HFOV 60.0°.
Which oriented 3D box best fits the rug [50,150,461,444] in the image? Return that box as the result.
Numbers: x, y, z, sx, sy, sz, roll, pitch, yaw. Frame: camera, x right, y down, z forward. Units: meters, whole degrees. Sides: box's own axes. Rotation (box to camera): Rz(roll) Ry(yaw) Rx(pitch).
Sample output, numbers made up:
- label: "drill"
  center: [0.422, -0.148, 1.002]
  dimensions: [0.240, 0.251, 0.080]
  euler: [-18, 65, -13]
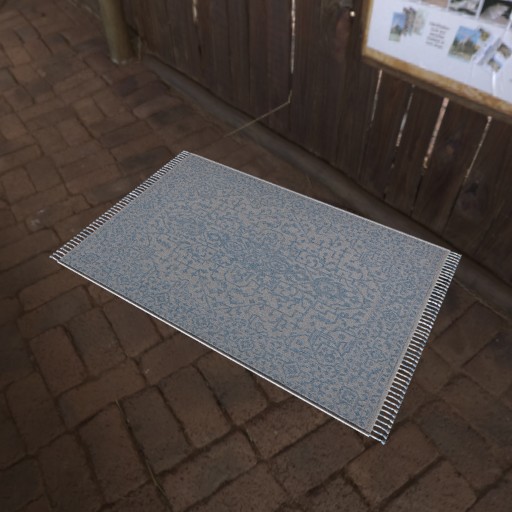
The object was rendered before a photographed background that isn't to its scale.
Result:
- label: "rug"
  center: [0.000, 0.000, 3.090]
  dimensions: [2.438, 0.010, 1.524]
  euler: [24, 52, 21]
